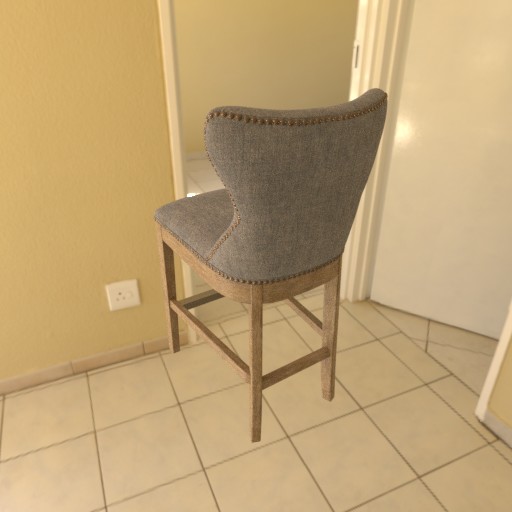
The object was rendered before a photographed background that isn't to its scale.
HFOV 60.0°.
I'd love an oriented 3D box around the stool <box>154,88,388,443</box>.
[{"bbox_3d":[0.000,0.000,1.348,0.498,0.981,0.608,-18,34,-29],"label":"stool"}]
